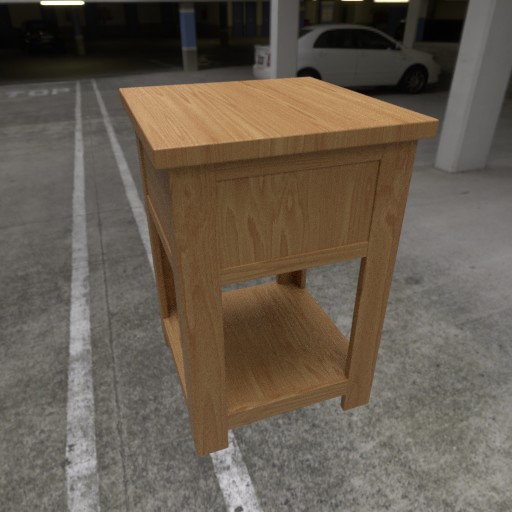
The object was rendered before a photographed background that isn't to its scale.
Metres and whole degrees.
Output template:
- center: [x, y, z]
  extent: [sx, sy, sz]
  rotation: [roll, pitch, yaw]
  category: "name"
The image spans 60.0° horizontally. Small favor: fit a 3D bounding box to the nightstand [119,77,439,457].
- center: [0.000, 0.000, 0.915]
  extent: [0.418, 0.614, 0.428]
  rotation: [-11, 32, -17]
  category: "nightstand"
